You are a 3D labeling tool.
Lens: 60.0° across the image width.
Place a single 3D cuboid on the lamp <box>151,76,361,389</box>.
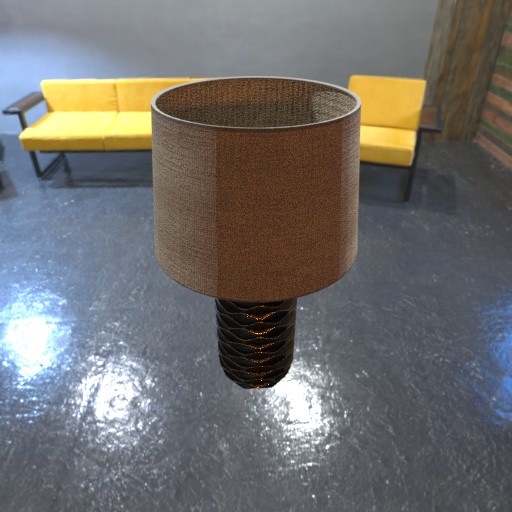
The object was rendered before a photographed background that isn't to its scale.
[{"bbox_3d":[0.000,0.000,0.857,0.376,0.594,0.376,0,33,0],"label":"lamp"}]
